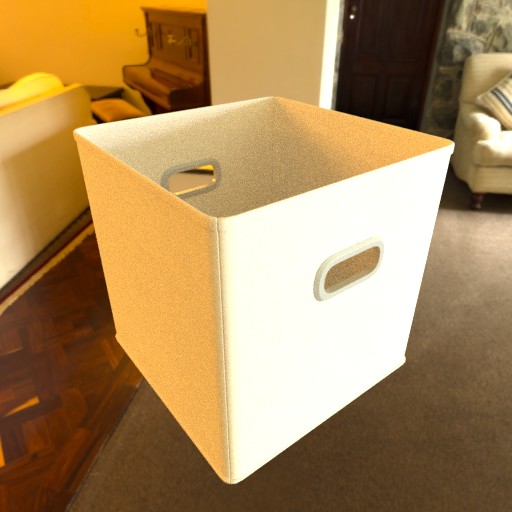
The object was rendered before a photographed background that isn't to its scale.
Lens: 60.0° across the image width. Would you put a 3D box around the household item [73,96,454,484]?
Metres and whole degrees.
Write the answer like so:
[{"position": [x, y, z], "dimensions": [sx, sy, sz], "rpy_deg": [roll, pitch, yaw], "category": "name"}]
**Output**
[{"position": [0.000, 0.000, 0.558], "dimensions": [0.305, 0.305, 0.305], "rpy_deg": [-22, 37, -32], "category": "household item"}]
